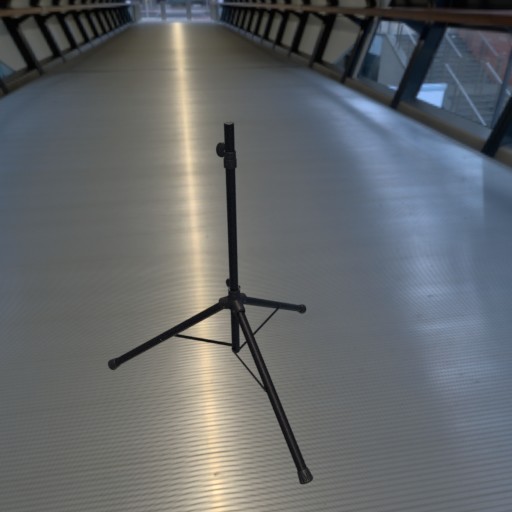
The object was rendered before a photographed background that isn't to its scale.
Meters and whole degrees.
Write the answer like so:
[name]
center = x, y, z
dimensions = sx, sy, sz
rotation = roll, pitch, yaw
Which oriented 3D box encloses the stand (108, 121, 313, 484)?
[stand]
center = 0.000, 0.000, 1.807
dimensions = 1.045, 1.136, 0.907
rotation = 20, 36, 30
